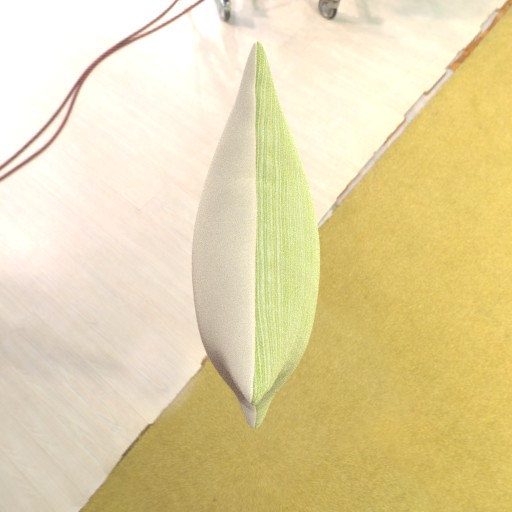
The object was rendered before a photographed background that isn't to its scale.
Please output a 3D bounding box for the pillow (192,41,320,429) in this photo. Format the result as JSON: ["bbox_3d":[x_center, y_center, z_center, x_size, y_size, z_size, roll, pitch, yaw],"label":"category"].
[{"bbox_3d":[0.000,0.000,0.798,0.229,0.487,0.560,0,66,0],"label":"pillow"}]
